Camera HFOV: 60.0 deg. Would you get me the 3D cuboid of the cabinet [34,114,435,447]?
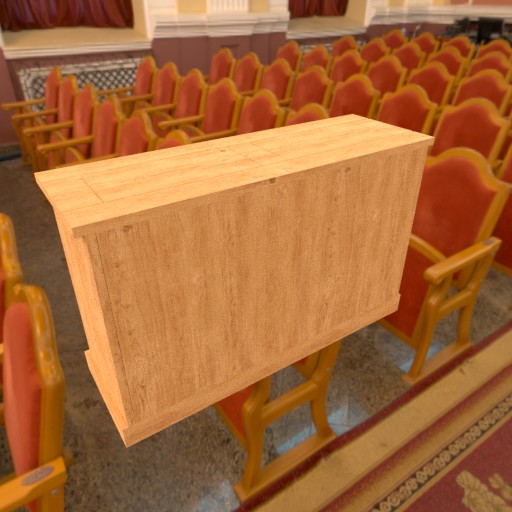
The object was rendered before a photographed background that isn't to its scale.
[{"bbox_3d":[0.000,0.000,1.706,1.321,0.810,0.432,-19,36,-28],"label":"cabinet"}]
